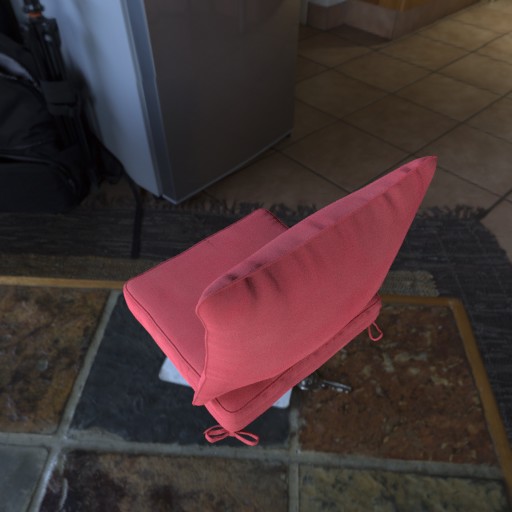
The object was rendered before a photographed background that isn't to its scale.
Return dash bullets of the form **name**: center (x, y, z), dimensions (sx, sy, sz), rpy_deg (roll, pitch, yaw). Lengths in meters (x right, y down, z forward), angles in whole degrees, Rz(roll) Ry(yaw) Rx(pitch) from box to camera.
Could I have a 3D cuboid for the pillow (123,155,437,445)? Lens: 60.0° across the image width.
- **pillow**: center (0.000, 0.000, 1.394), dimensions (0.798, 0.725, 0.733), rpy_deg (-31, 54, -26)
